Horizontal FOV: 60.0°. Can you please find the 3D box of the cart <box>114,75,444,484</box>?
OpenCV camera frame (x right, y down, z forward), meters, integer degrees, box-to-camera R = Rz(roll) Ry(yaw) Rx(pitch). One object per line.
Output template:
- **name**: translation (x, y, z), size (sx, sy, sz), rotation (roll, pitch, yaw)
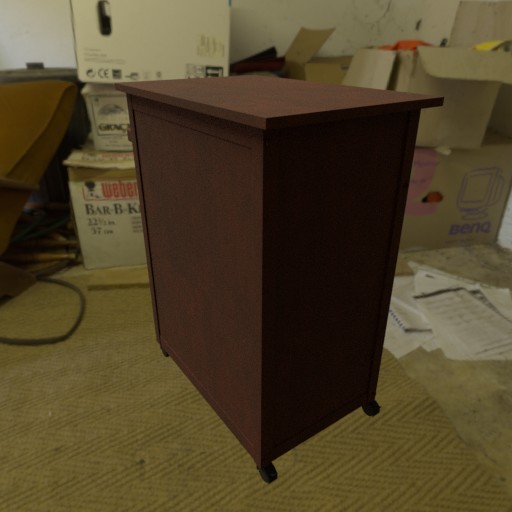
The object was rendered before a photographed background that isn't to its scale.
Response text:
- **cart**: translation (0.000, 0.000, 1.215), size (0.442, 0.864, 0.683), rotation (-17, 31, -31)
